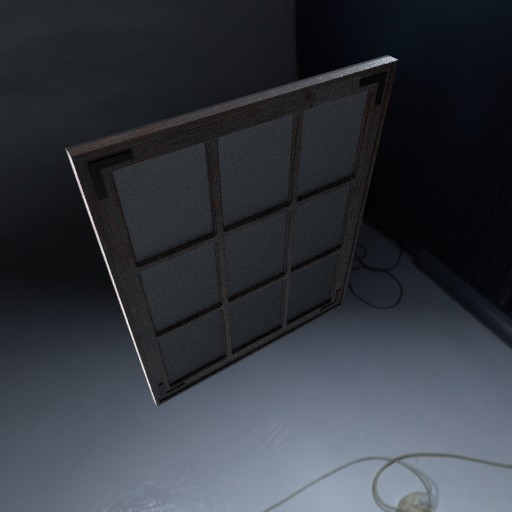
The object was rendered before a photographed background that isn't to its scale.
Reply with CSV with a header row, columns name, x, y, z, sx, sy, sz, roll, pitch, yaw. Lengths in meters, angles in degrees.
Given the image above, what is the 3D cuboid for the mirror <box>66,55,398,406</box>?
name,x,y,z,sx,sy,sz,roll,pitch,yaw
mirror,0.000,0.000,1.179,0.730,0.882,0.032,-24,50,-22
